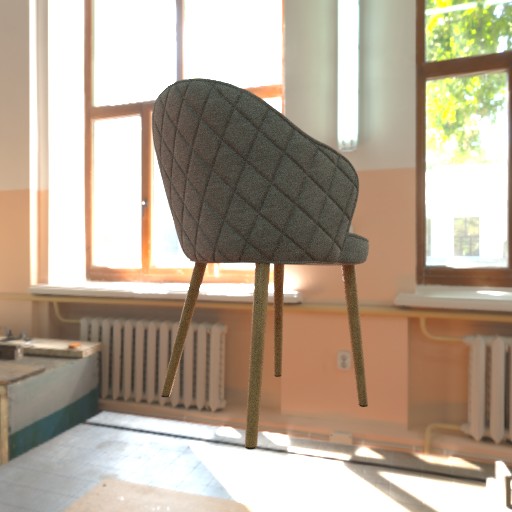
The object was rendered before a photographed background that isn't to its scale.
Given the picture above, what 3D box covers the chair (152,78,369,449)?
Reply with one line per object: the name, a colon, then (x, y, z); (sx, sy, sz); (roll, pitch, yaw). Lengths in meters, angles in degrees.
chair: (0.000, 0.000, 1.195); (0.530, 0.800, 0.540); (0, 0, -36)
